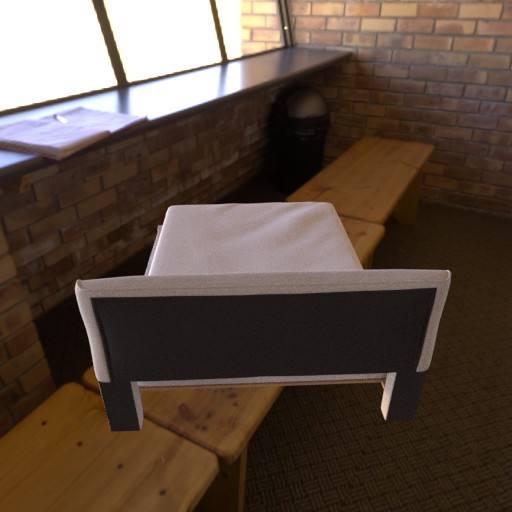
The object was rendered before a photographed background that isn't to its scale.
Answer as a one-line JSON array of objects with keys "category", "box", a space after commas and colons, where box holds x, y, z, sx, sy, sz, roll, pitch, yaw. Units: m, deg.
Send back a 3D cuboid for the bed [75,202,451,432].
[{"category": "bed", "box": [0.000, 0.000, 3.573, 1.980, 1.126, 2.498, -1, 31, -2]}]
